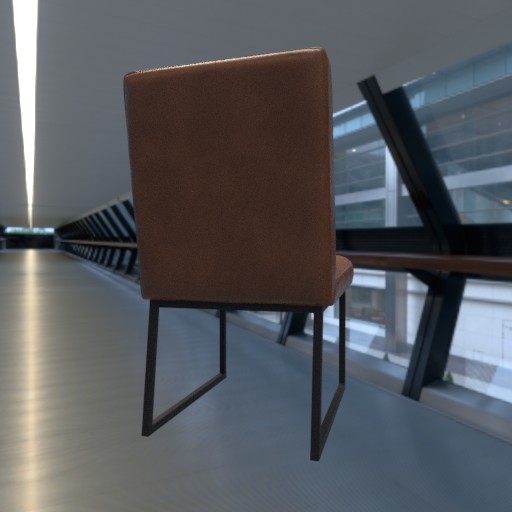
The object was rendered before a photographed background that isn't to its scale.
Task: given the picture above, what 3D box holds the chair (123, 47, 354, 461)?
[{"bbox_3d":[0.000,0.000,1.318,0.520,0.930,0.634,0,1,18],"label":"chair"}]
